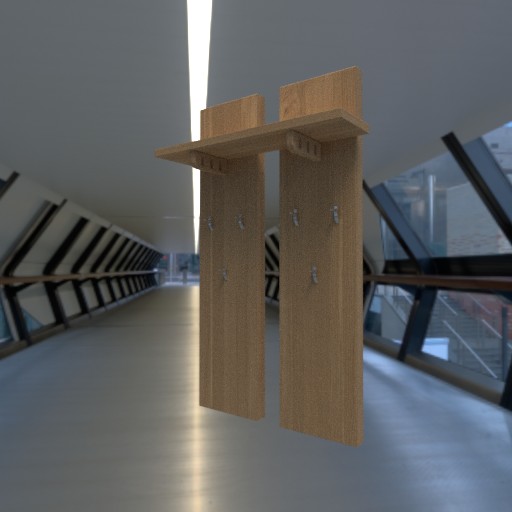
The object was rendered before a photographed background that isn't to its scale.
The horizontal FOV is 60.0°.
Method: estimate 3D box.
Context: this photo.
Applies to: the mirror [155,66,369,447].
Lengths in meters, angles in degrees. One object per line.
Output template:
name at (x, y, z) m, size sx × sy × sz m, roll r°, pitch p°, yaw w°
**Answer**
mirror at (0.000, 0.000, 1.601) m, size 0.800 × 1.250 × 0.260 m, roll -1°, pitch -1°, yaw 37°
